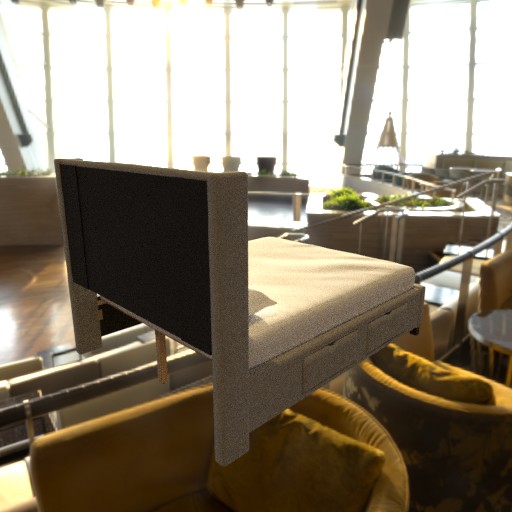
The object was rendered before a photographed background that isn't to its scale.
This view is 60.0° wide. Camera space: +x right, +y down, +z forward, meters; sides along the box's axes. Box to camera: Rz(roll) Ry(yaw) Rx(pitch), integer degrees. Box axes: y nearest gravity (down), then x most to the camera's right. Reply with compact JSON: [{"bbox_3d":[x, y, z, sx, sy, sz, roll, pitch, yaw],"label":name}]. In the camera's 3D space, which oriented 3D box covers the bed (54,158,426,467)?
[{"bbox_3d":[0.000,0.000,3.420,2.222,1.491,1.774,-15,21,-43],"label":"bed"}]
